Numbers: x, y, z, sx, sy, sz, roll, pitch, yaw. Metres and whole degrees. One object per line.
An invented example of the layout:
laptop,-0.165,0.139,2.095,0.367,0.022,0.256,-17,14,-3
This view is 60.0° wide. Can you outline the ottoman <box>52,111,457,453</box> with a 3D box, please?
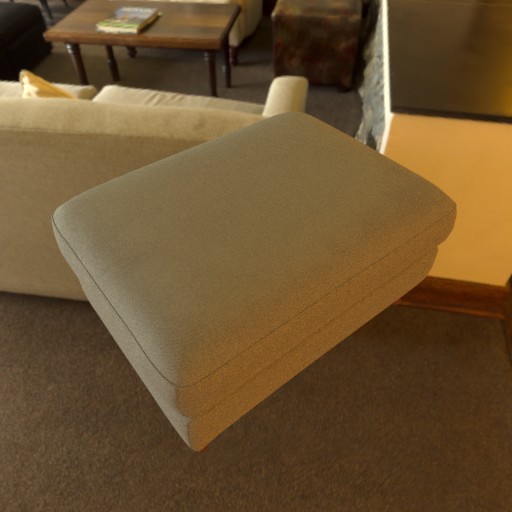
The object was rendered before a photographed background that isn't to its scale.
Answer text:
ottoman,0.000,0.000,1.147,0.811,0.449,0.608,-29,52,-26
